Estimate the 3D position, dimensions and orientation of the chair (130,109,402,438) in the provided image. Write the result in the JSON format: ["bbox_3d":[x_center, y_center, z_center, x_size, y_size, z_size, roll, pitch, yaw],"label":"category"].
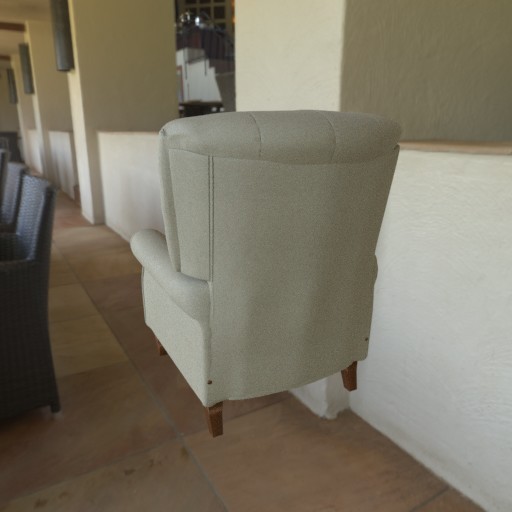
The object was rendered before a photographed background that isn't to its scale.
[{"bbox_3d":[0.000,0.000,1.892,0.943,1.158,1.059,-8,18,-26],"label":"chair"}]
